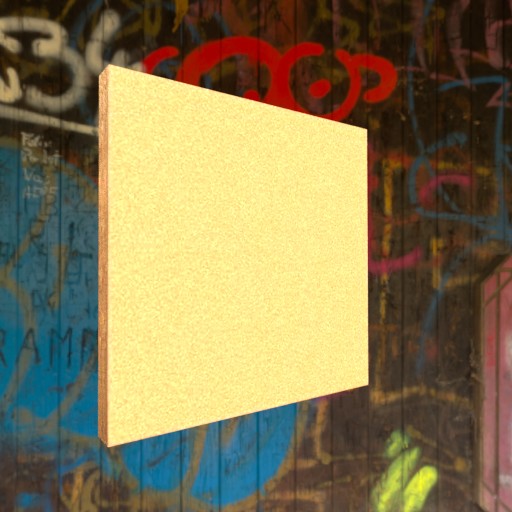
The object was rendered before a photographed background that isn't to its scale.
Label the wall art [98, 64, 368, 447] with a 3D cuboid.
[{"bbox_3d":[0.000,0.000,0.597,0.406,0.403,0.039,0,-1,-35],"label":"wall art"}]
